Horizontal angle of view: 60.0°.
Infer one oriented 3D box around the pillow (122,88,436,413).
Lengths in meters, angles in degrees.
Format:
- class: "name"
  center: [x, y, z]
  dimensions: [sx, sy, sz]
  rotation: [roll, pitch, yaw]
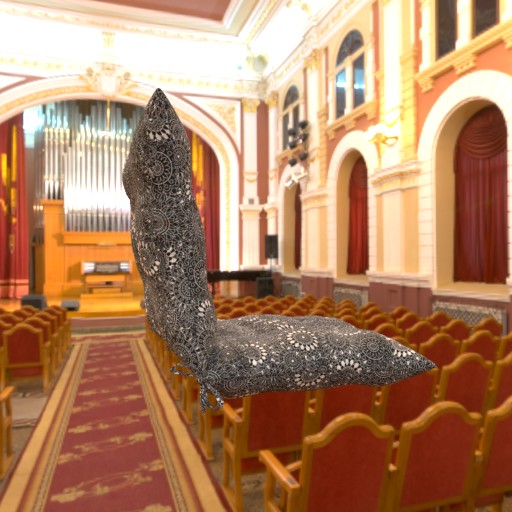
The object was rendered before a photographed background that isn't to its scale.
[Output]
- class: "pillow"
  center: [0.000, 0.000, 1.011]
  dimensions: [0.585, 0.536, 0.541]
  rotation: [0, 0, -18]
